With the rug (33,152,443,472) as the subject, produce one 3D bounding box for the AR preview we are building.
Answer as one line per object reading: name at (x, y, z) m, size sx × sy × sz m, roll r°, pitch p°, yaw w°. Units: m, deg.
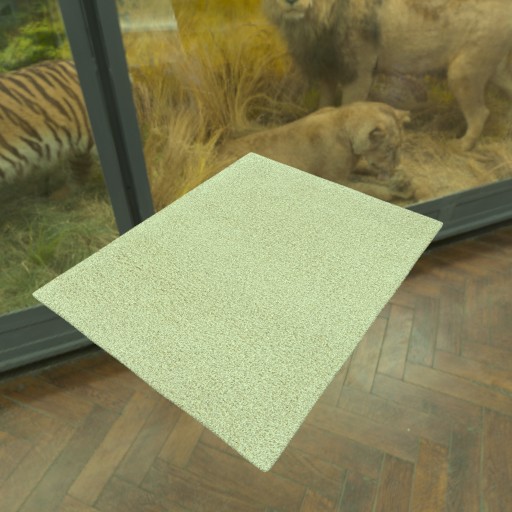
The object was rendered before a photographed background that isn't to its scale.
rug at (0.000, 0.000, 4.086) m, size 2.438 × 0.029 × 3.047 m, roll 26°, pitch 48°, yaw 27°
